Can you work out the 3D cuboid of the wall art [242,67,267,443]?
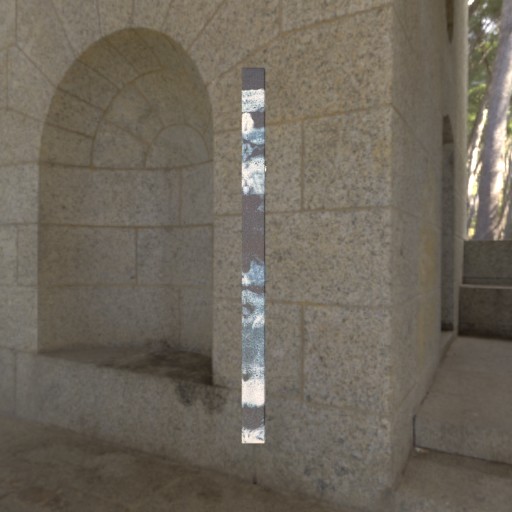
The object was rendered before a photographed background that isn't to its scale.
[{"bbox_3d":[0.000,0.000,1.173,0.042,0.610,0.915,0,0,0],"label":"wall art"}]
